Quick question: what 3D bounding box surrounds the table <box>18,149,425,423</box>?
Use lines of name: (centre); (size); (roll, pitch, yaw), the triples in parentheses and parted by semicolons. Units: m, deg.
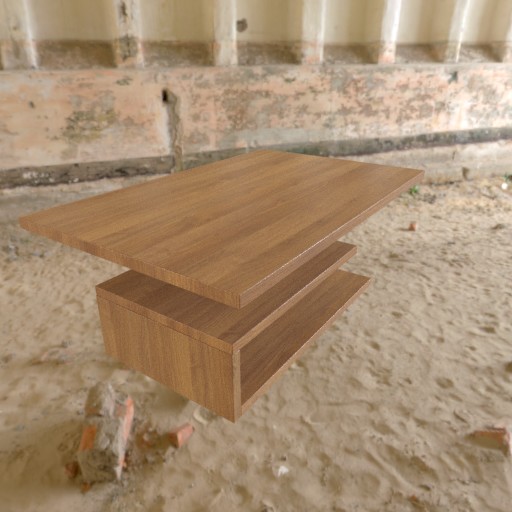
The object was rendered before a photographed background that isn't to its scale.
table: (0.000, 0.000, 1.438); (0.700, 0.442, 1.100); (16, 29, 31)
